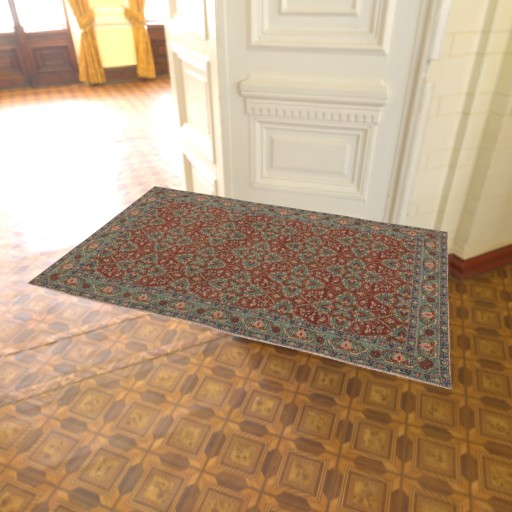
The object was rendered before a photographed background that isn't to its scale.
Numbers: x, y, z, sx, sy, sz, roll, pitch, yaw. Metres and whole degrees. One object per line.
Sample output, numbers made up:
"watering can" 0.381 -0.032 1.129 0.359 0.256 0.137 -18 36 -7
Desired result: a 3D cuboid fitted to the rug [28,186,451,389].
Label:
"rug" 0.000 0.000 2.977 2.439 0.011 1.533 11 35 16
